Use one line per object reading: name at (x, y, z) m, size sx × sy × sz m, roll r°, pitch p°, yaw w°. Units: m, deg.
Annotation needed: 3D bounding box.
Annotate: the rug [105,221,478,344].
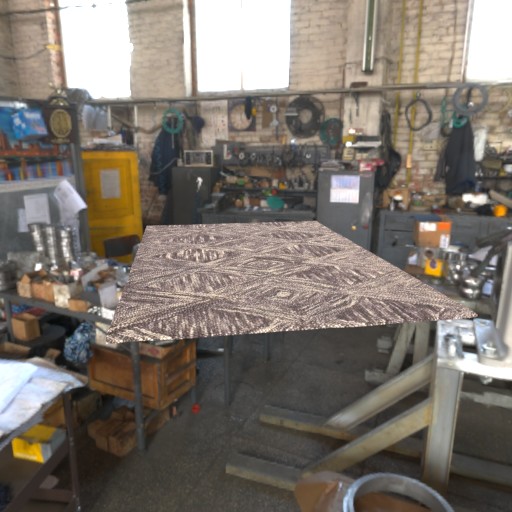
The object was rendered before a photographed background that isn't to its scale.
rug at (0.000, 0.000, 2.218) m, size 1.186 × 0.012 × 1.814 m, roll -2°, pitch 15°, yaw -9°
